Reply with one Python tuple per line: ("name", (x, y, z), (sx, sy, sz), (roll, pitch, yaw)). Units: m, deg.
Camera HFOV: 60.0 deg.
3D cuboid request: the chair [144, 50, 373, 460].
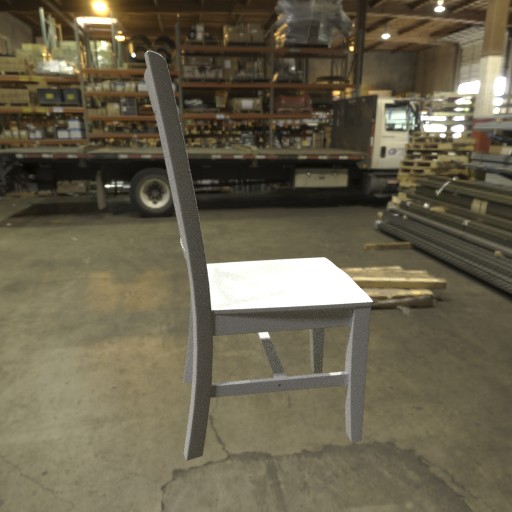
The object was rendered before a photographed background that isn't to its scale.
("chair", (0.000, 0.000, 1.265), (0.555, 0.998, 0.450), (-3, 16, -9))
